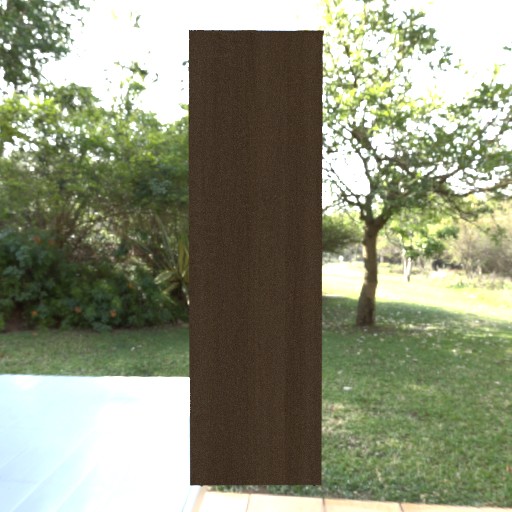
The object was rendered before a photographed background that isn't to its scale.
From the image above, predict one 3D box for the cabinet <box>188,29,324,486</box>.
[{"bbox_3d":[0.000,0.000,2.933,0.620,2.060,1.870,0,1,0],"label":"cabinet"}]
